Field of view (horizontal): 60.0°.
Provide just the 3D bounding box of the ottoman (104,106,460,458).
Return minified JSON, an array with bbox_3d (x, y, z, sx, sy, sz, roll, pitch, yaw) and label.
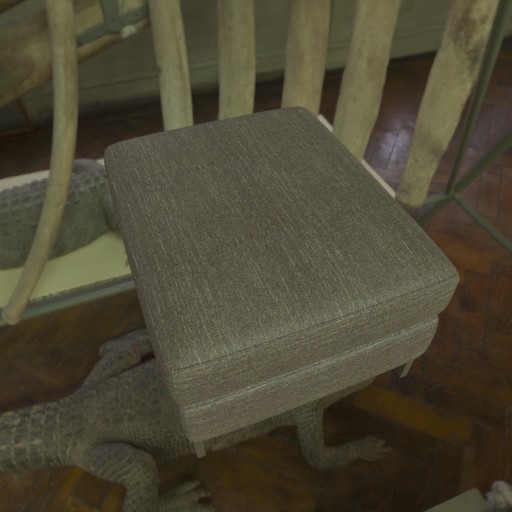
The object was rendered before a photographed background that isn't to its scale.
[{"bbox_3d":[0.000,0.000,1.253,0.671,0.490,0.820,-16,49,-15],"label":"ottoman"}]
